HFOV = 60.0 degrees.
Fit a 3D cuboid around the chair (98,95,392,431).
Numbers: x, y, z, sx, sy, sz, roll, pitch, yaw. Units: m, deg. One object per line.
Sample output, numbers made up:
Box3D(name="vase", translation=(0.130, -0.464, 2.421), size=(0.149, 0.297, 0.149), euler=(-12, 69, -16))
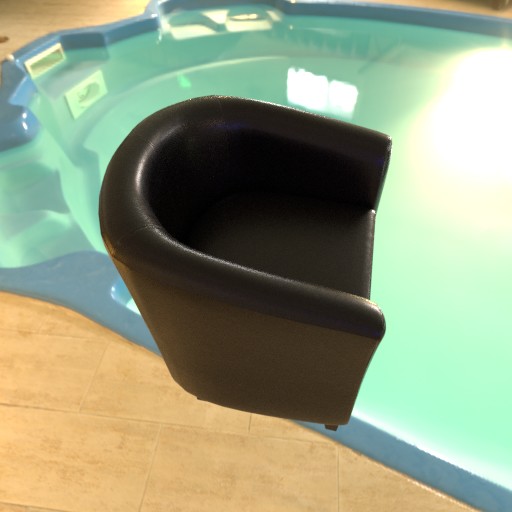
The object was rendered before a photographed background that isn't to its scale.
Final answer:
Box3D(name="chair", translation=(0.000, 0.000, 1.376), size=(0.727, 0.756, 0.793), euler=(9, 47, 9))
